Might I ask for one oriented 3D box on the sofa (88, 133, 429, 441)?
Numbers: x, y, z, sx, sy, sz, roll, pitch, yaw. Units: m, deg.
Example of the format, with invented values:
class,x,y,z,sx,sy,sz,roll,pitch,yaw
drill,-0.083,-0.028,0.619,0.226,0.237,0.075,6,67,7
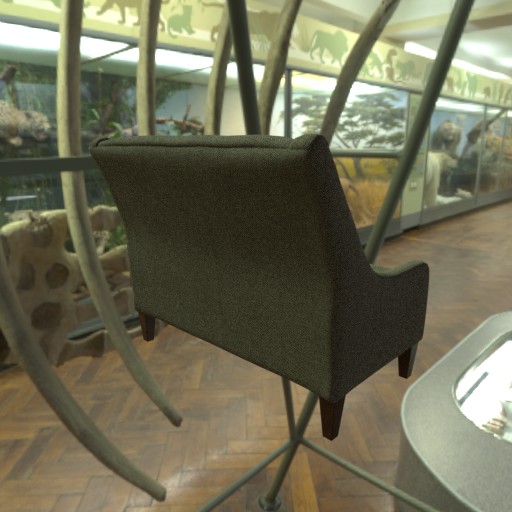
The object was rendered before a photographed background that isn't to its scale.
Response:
class,x,y,z,sx,sy,sz,roll,pitch,yaw
sofa,0.000,0.000,1.951,1.242,1.021,0.870,13,20,42
